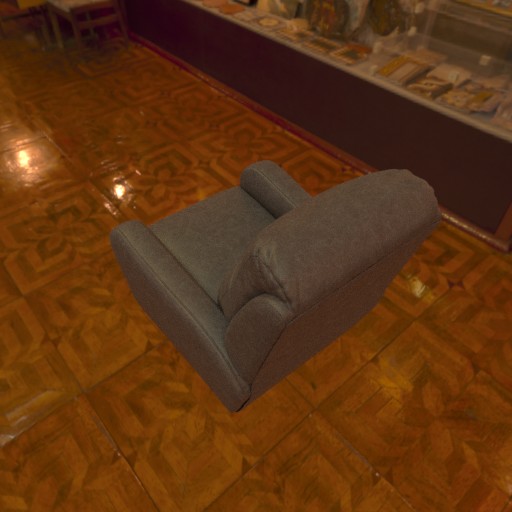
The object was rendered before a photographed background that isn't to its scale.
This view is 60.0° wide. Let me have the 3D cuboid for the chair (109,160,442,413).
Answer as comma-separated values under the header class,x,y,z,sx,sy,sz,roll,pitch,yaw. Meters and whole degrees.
class,x,y,z,sx,sy,sz,roll,pitch,yaw
chair,0.000,0.000,1.803,0.865,1.067,1.067,-30,53,-26
